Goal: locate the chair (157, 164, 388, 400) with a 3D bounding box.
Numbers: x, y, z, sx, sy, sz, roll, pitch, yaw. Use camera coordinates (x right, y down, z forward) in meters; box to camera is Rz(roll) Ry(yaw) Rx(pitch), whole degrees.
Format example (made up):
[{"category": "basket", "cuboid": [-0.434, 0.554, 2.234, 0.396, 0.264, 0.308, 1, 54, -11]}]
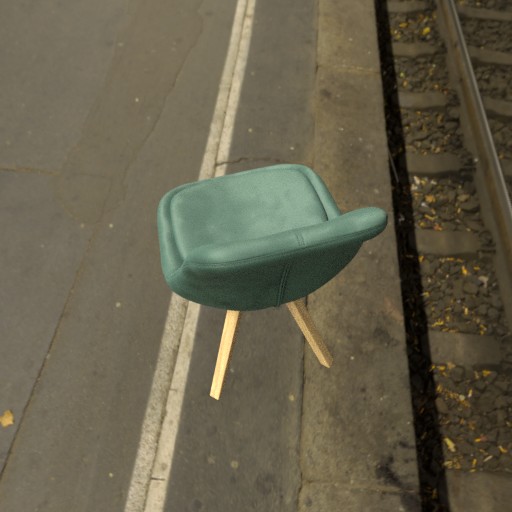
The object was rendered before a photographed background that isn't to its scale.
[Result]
[{"category": "chair", "cuboid": [0.000, 0.000, 1.180, 0.483, 0.865, 0.547, -14, 58, -9]}]
